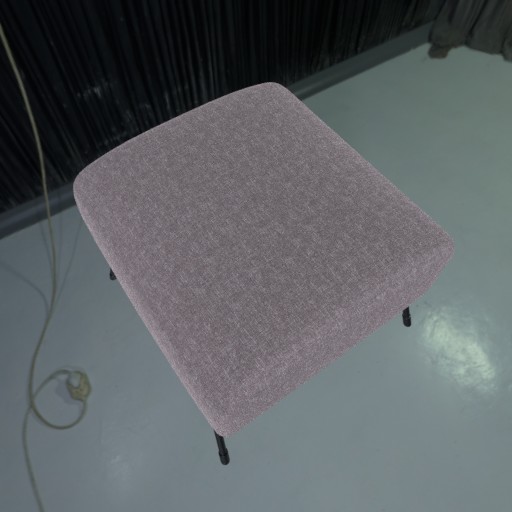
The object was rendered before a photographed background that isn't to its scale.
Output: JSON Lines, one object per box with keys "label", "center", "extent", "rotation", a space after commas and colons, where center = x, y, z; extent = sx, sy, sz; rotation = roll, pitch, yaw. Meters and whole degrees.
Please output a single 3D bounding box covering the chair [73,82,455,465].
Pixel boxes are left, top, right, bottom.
{"label": "chair", "center": [0.000, 0.000, 0.900], "extent": [0.530, 0.410, 0.530], "rotation": [-31, 64, -17]}
